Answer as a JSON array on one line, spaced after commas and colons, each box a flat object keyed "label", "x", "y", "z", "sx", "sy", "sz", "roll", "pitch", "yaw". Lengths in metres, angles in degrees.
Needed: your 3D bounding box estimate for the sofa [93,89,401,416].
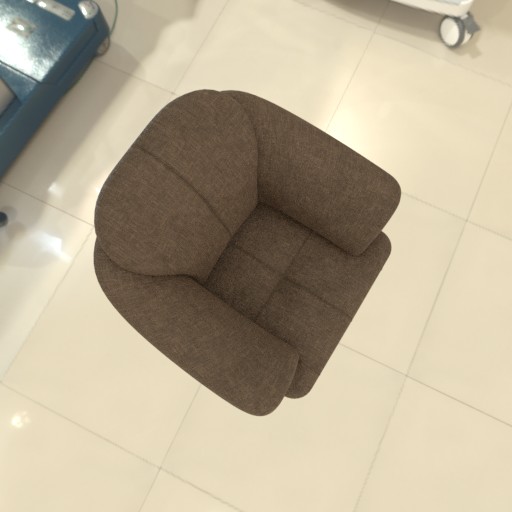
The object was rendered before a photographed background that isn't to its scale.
[{"label": "sofa", "x": 0.000, "y": 0.000, "z": 1.512, "sx": 0.794, "sy": 0.811, "sz": 0.870, "roll": 32, "pitch": 78, "yaw": 7}]
